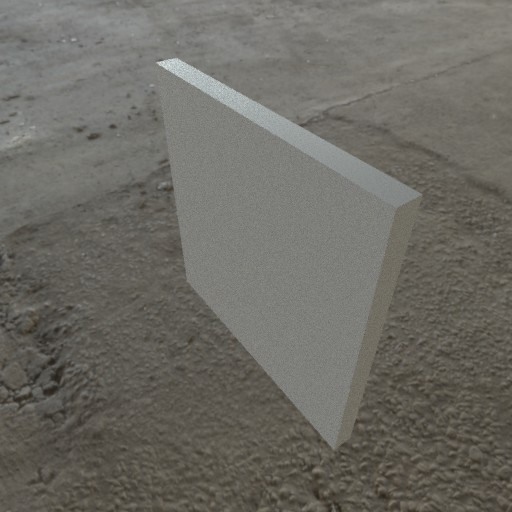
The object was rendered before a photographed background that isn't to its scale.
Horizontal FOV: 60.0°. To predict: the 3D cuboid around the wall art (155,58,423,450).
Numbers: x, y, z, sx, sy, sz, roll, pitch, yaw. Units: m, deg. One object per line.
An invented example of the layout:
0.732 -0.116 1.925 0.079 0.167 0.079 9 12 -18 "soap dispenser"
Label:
0.000 0.000 0.526 0.027 0.355 0.355 -26 48 -26 "wall art"
